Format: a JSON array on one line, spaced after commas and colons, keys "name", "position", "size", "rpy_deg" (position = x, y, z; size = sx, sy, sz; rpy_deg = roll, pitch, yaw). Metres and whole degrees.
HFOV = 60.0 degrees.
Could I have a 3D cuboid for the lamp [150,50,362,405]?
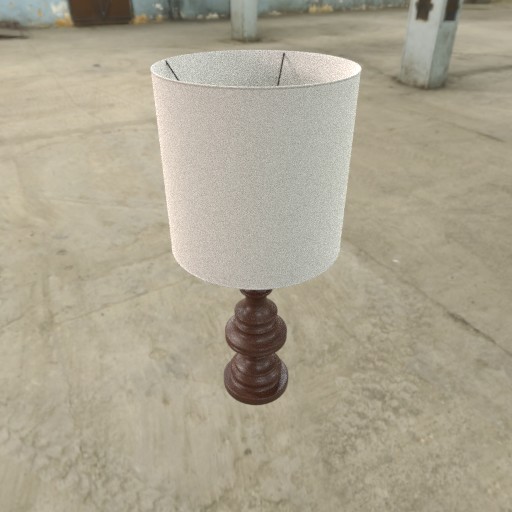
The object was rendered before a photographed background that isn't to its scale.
[{"name": "lamp", "position": [0.000, 0.000, 0.568], "size": [0.208, 0.455, 0.208], "rpy_deg": [-1, 32, -1]}]
